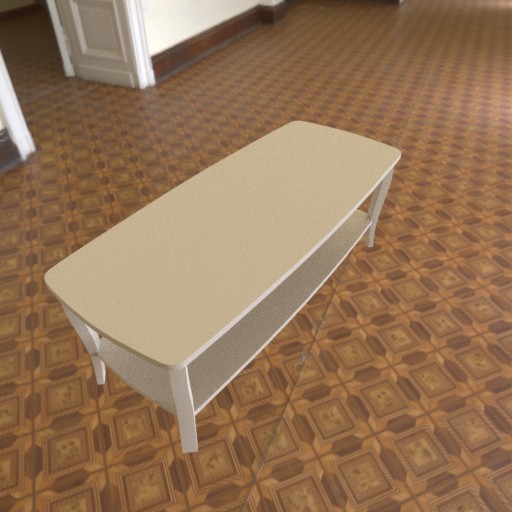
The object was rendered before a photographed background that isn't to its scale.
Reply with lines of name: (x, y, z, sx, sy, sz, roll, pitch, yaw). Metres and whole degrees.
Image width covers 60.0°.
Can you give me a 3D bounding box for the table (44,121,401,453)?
table: (0.000, 0.000, 1.629, 0.561, 0.474, 1.334, 26, 46, 27)
